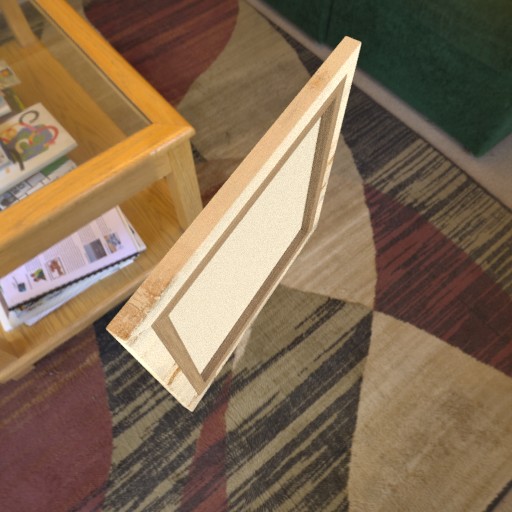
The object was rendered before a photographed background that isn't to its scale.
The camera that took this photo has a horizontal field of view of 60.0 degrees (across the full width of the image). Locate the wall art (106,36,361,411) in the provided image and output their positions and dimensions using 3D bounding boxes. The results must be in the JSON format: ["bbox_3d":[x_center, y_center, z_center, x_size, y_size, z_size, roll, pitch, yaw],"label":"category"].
[{"bbox_3d":[0.000,0.000,1.118,0.038,0.755,0.753,30,67,14],"label":"wall art"}]
